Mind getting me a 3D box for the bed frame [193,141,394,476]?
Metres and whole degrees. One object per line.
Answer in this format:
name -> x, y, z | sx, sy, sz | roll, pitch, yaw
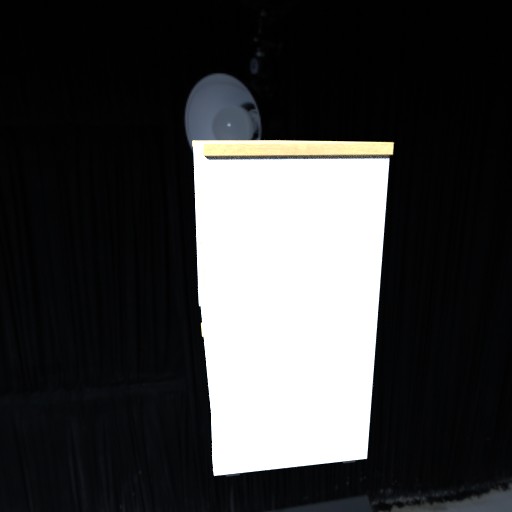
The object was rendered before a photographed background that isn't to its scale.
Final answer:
bed frame -> 0.000, 0.000, 1.697 | 0.430, 0.850, 1.300 | -2, 15, -9
